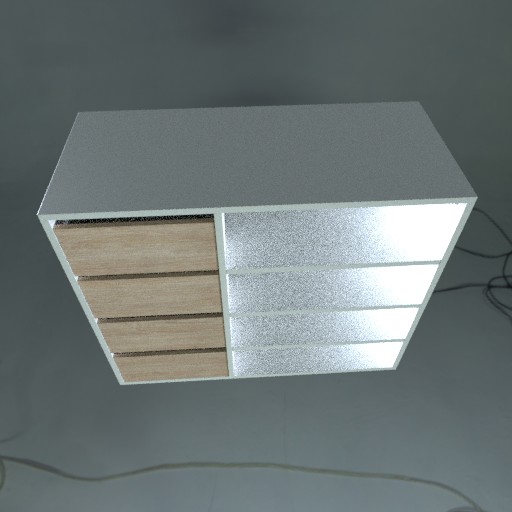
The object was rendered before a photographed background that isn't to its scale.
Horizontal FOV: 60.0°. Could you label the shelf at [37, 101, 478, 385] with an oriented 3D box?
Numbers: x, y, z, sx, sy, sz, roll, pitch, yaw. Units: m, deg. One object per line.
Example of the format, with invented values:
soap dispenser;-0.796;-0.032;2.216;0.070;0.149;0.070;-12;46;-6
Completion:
shelf;0.000;0.000;1.301;0.895;0.732;0.396;-3;48;-2
